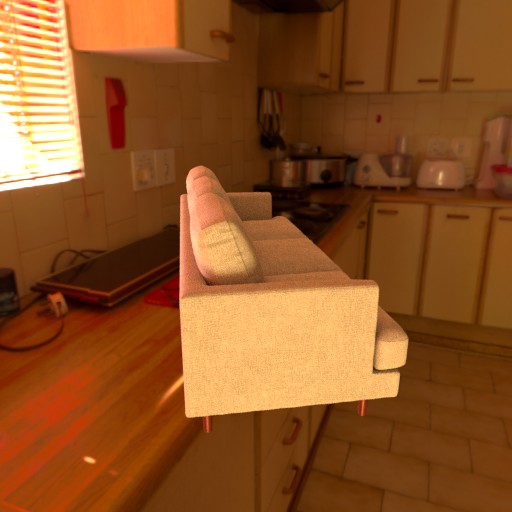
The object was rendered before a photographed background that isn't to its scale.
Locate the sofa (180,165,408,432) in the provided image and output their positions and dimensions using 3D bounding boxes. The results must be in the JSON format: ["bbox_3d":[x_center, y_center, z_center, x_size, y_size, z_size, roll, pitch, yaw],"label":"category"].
[{"bbox_3d":[0.000,0.000,2.727,0.903,0.930,2.246,-3,17,-9],"label":"sofa"}]
